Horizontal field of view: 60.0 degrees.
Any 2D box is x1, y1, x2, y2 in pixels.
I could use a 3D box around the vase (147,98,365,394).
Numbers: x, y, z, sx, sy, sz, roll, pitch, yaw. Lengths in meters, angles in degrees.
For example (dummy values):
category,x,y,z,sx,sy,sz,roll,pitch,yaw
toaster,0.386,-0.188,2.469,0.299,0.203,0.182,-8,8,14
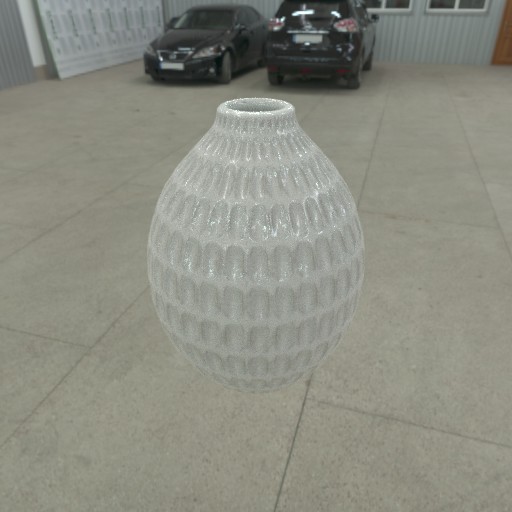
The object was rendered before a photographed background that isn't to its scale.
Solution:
category,x,y,z,sx,sy,sz,roll,pitch,yaw
vase,0.000,0.000,0.338,0.162,0.223,0.162,0,30,0
